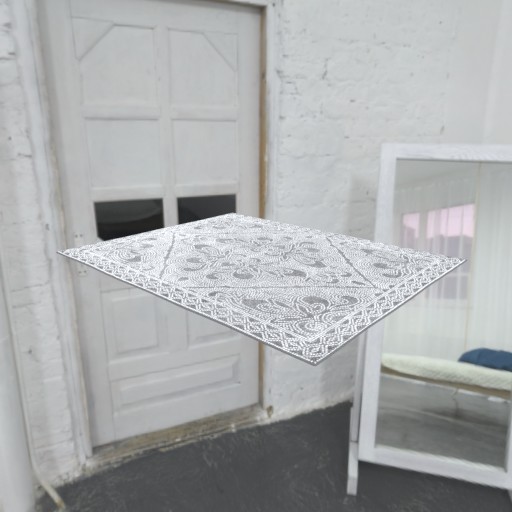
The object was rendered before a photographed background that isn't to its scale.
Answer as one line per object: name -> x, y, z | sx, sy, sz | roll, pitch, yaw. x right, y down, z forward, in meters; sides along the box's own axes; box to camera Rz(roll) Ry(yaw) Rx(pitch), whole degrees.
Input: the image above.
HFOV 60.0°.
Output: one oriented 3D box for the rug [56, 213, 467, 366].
rug -> 0.000, 0.000, 4.162 | 3.048, 0.012, 2.438 | 16, 23, 40
